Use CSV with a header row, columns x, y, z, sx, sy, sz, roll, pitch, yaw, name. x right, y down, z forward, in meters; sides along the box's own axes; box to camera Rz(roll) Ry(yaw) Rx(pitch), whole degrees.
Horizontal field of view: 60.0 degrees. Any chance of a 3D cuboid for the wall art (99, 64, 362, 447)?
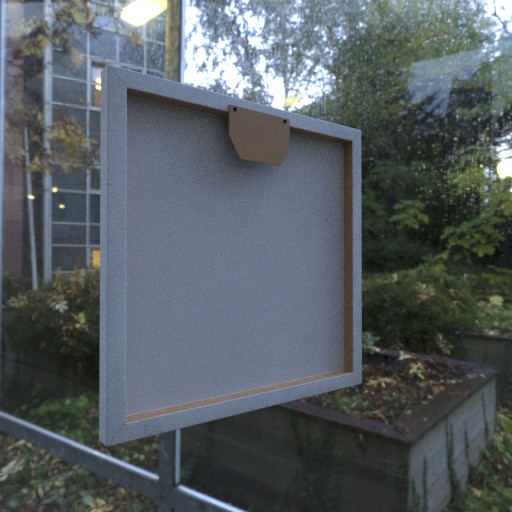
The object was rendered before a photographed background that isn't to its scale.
x,y,z,sx,sy,sz,roll,pitch,yaw,name
0.000,0.000,0.890,0.605,0.605,0.044,0,-1,-36,wall art
